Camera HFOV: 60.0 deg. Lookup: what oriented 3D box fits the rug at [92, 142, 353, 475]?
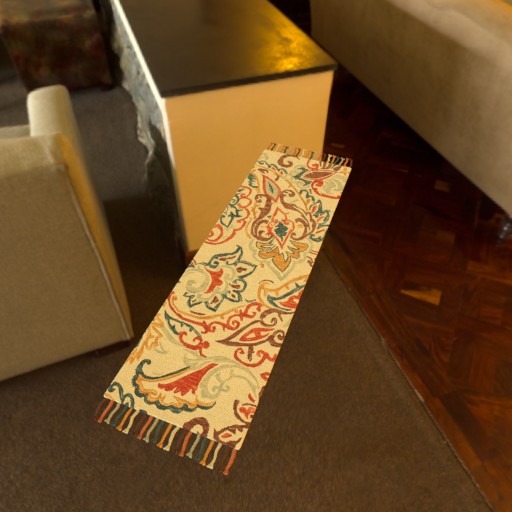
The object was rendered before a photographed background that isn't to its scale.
[{"bbox_3d":[0.000,0.000,2.986,0.763,0.015,2.682,16,49,14],"label":"rug"}]
